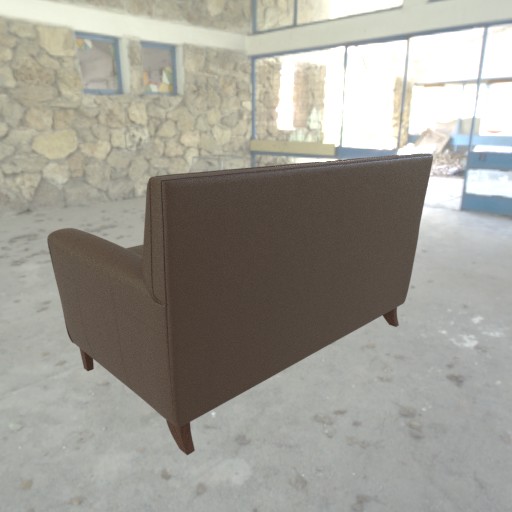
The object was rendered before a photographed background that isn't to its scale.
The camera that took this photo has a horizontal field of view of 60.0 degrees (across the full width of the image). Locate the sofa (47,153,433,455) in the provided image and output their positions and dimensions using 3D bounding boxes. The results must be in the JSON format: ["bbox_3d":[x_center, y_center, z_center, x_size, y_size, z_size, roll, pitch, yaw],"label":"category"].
[{"bbox_3d":[0.000,0.000,1.947,1.468,0.859,0.853,-15,22,-43],"label":"sofa"}]
